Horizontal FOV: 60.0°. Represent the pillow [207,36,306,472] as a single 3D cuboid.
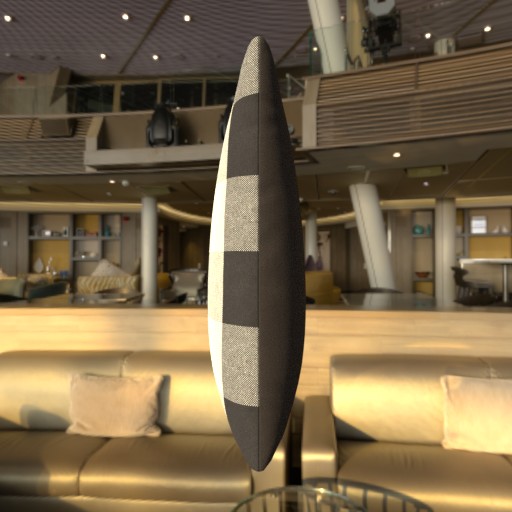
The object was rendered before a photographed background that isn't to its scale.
[{"bbox_3d":[0.000,0.000,0.766,0.161,0.509,0.511,0,-1,-1],"label":"pillow"}]
